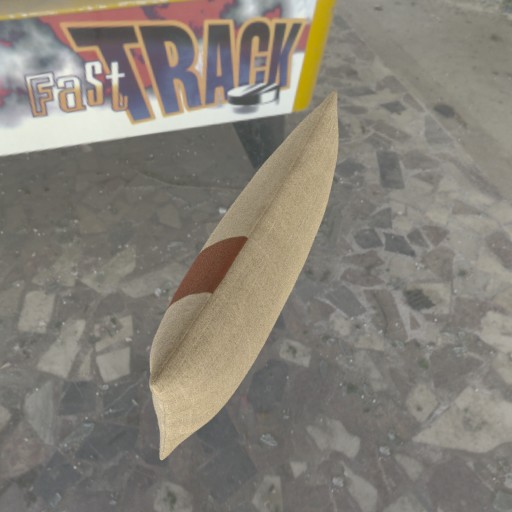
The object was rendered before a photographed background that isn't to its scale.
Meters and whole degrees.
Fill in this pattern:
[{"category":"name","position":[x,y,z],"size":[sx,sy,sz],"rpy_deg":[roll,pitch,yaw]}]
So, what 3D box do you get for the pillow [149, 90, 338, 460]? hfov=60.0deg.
[{"category":"pillow","position":[0.000,0.000,0.712],"size":[0.155,0.282,0.612],"rpy_deg":[17,50,15]}]
